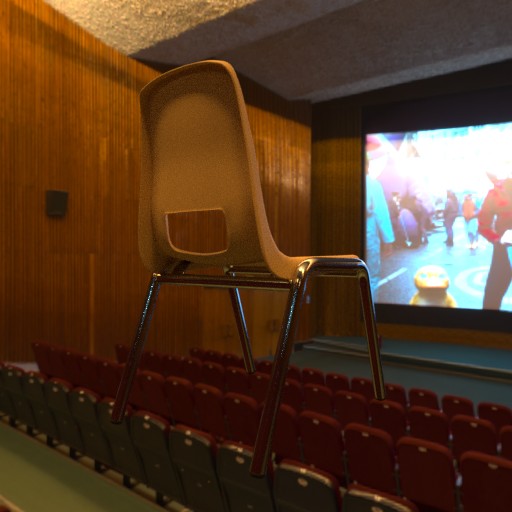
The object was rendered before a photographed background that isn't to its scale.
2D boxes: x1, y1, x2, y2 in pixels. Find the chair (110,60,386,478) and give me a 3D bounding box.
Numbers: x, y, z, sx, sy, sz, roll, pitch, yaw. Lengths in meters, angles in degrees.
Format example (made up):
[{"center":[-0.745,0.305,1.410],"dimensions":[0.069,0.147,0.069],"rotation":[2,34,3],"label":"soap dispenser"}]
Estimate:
[{"center":[0.000,0.000,0.838],"dimensions":[0.354,0.586,0.423],"rotation":[0,0,37],"label":"chair"}]
